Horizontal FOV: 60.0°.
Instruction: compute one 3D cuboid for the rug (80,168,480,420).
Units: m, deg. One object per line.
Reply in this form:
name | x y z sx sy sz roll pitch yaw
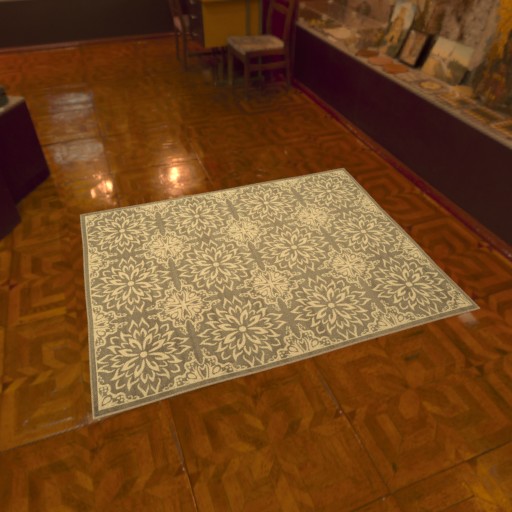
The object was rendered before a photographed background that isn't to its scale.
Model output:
rug | 0.000 0.000 4.019 2.980 0.012 2.363 -12 42 -14
